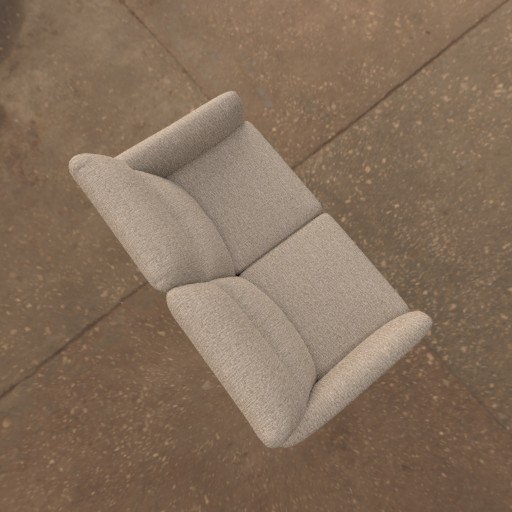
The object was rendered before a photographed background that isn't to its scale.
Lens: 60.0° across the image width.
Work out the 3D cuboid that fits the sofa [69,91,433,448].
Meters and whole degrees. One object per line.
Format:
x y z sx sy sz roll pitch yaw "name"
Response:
0.000 0.000 2.112 0.905 0.950 1.540 -36 78 -9 "sofa"
